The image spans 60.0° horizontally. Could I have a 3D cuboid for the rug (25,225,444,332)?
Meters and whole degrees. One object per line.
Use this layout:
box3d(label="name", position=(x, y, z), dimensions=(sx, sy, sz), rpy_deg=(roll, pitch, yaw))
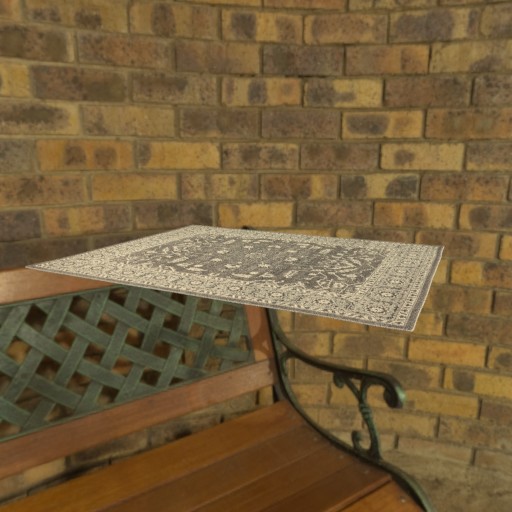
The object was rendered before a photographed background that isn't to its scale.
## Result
box3d(label="rug", position=(0.000, 0.000, 4.078), dimensions=(3.069, 0.026, 2.451), rpy_deg=(6, 15, 25))
